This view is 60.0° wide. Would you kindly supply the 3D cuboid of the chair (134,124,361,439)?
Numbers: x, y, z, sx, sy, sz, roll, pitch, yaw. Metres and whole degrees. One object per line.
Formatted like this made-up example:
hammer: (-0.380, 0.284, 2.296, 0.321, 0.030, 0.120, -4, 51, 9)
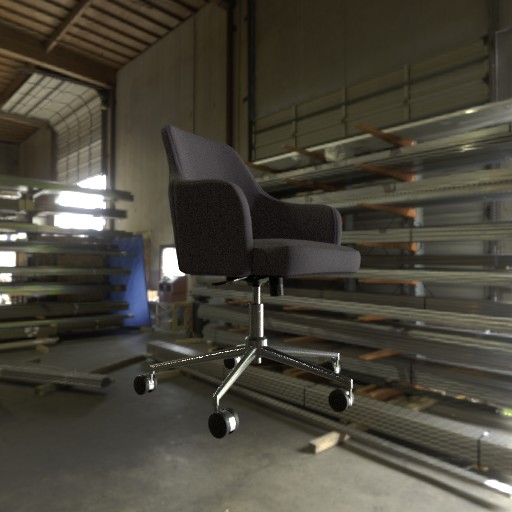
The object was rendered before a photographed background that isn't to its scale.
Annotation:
chair: (0.000, 0.000, 1.326, 0.600, 0.820, 0.655, -1, -1, 35)
